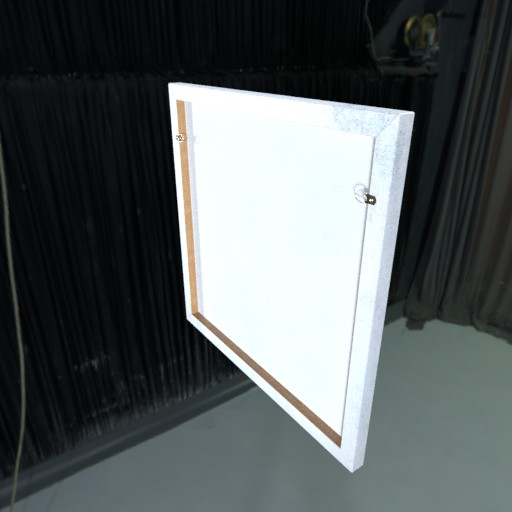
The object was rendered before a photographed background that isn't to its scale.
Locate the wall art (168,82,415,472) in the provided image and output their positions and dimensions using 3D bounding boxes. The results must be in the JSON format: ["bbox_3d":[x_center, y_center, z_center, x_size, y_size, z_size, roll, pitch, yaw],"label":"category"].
[{"bbox_3d":[0.000,0.000,1.102,0.041,0.762,0.762,-17,30,-32],"label":"wall art"}]
